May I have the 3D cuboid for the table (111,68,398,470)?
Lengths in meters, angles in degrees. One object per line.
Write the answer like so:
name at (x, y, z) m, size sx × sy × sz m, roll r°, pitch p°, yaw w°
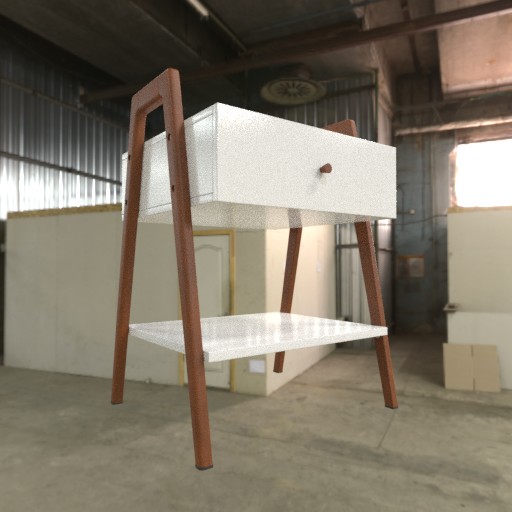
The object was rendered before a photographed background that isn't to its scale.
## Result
table at (0.000, 0.000, 0.901) m, size 0.457 × 0.610 × 0.405 m, roll 1°, pitch -1°, yaw -37°
